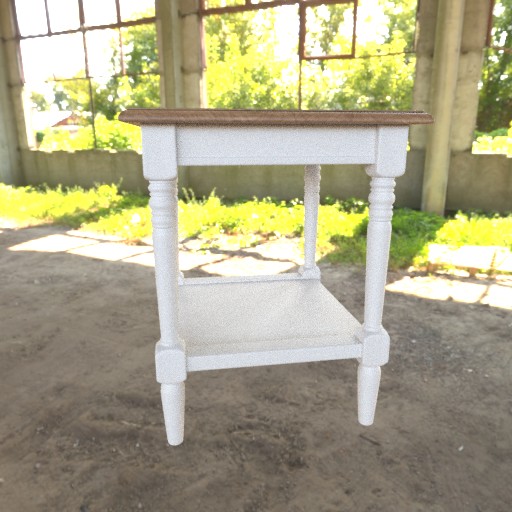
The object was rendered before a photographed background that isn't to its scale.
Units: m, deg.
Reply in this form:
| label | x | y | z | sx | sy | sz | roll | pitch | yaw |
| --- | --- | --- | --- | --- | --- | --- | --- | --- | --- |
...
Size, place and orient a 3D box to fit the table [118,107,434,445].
| label | x | y | z | sx | sy | sz | roll | pitch | yaw |
| --- | --- | --- | --- | --- | --- | --- | --- | --- | --- |
| table | 0.000 | 0.000 | 0.937 | 0.457 | 0.561 | 0.508 | -2 | 15 | -9 |
